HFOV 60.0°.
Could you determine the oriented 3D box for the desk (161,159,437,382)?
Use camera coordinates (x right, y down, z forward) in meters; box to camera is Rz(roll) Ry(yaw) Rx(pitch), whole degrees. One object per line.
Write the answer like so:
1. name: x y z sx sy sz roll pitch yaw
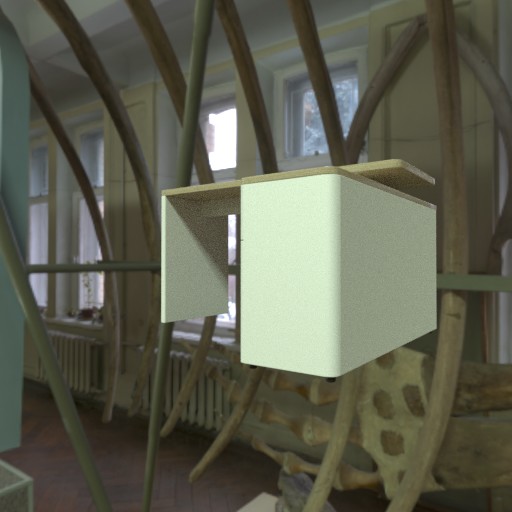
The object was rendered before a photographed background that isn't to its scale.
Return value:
1. desk: 0.000 0.000 2.165 1.400 0.770 1.175 0 -1 36
